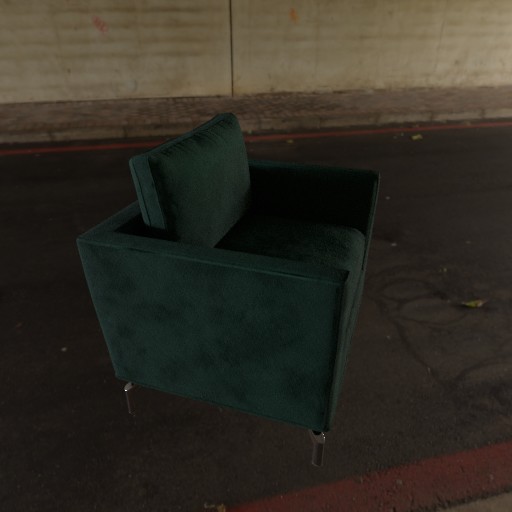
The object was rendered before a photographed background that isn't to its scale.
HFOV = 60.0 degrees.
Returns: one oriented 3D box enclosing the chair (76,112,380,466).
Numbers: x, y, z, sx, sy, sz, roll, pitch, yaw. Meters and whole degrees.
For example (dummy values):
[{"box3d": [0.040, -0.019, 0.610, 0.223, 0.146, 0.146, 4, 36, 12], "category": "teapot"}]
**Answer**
[{"box3d": [0.000, 0.000, 1.805, 0.852, 0.997, 1.047, 9, 29, 16], "category": "chair"}]
